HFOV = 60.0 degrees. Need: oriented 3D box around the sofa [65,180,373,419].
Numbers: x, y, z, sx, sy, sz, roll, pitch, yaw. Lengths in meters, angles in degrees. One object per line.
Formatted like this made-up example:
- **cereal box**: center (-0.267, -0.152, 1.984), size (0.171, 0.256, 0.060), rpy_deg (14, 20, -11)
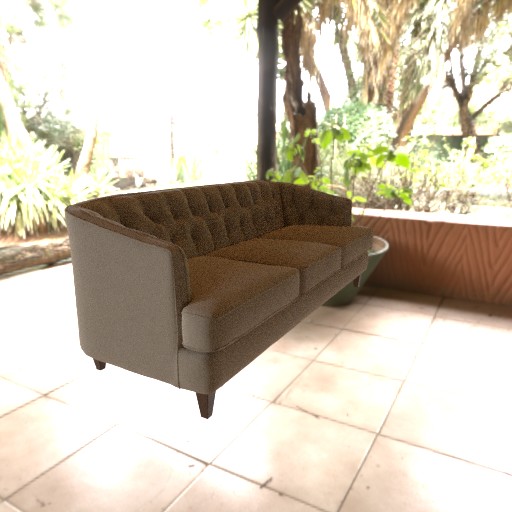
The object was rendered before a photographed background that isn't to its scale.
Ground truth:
- **sofa**: center (0.000, 0.000, 2.795), size (0.941, 0.855, 2.278), rpy_deg (7, 15, 28)
